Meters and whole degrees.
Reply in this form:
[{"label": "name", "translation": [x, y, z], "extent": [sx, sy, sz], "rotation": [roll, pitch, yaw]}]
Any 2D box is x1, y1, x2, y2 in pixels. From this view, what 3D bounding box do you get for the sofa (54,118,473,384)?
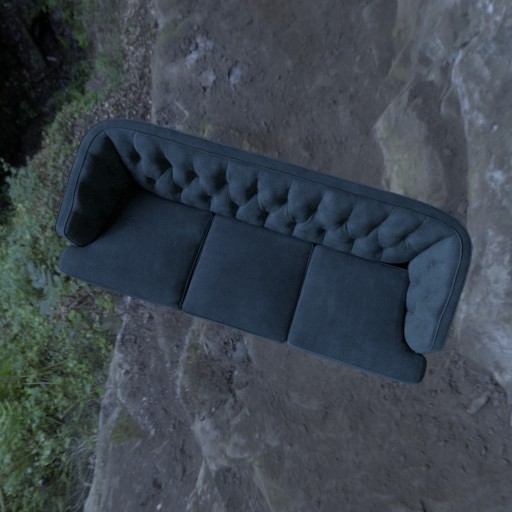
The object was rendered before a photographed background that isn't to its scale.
[{"label": "sofa", "translation": [0.000, 0.000, 2.739], "extent": [2.278, 0.855, 0.941], "rotation": [17, 77, 4]}]
